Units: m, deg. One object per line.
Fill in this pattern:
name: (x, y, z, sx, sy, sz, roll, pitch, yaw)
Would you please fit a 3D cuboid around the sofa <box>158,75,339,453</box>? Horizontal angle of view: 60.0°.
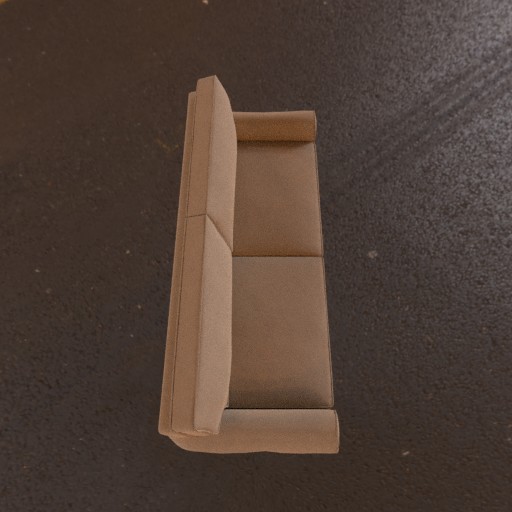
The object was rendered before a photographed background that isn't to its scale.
sofa: (0.000, 0.000, 2.756, 0.900, 1.014, 2.246, 0, 64, 0)
